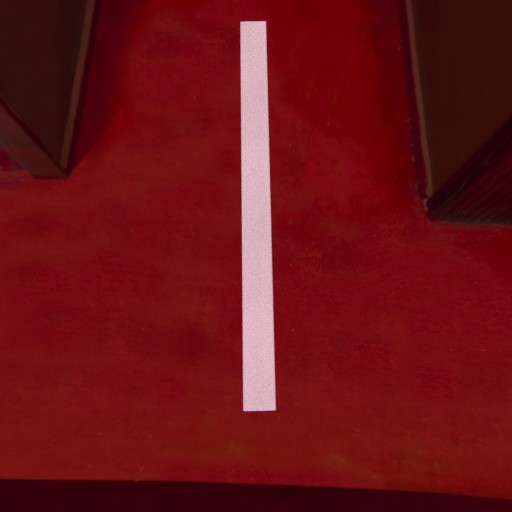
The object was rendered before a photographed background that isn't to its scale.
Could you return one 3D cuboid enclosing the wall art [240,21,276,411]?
[{"bbox_3d":[0.000,0.000,0.838,0.037,0.606,0.508,-1,75,0],"label":"wall art"}]
